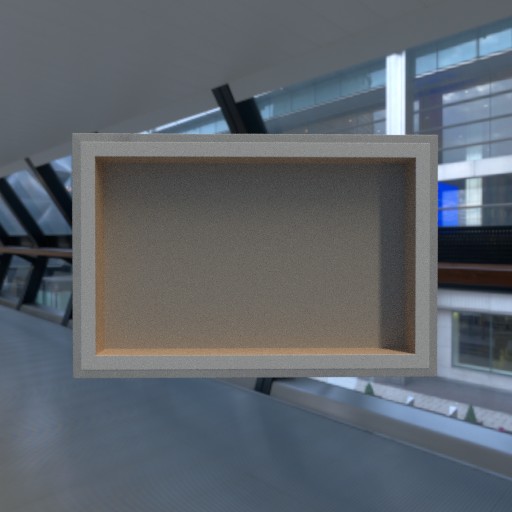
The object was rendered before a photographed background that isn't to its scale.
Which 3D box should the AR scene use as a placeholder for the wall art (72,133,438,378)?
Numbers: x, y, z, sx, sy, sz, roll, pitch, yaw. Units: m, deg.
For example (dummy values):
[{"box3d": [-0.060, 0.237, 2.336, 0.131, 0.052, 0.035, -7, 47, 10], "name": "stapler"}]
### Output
[{"box3d": [0.000, 0.000, 0.481, 0.381, 0.254, 0.038, 0, 1, -1], "name": "wall art"}]
